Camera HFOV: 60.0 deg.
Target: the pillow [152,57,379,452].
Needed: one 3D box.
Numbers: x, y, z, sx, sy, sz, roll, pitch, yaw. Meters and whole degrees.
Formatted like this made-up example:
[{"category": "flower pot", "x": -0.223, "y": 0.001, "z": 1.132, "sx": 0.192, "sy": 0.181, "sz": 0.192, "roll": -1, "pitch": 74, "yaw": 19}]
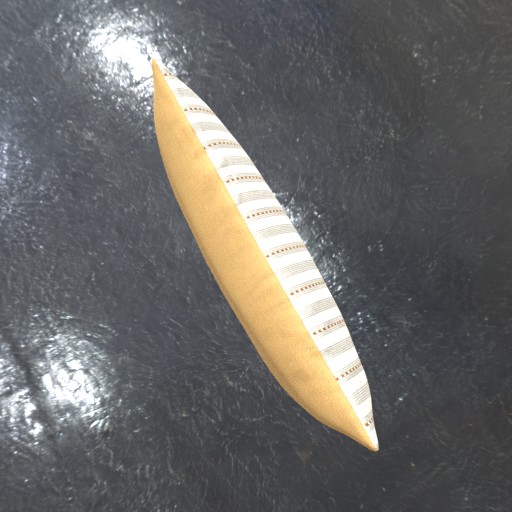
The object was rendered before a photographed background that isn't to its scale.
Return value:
[{"category": "pillow", "x": 0.000, "y": 0.000, "z": 0.720, "sx": 0.151, "sy": 0.291, "sz": 0.608, "roll": -28, "pitch": 79, "yaw": -6}]
